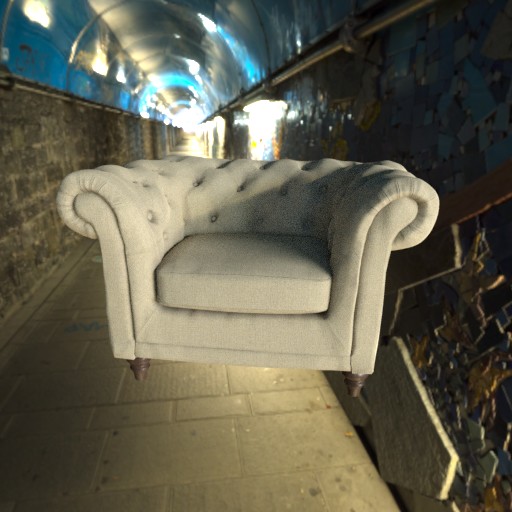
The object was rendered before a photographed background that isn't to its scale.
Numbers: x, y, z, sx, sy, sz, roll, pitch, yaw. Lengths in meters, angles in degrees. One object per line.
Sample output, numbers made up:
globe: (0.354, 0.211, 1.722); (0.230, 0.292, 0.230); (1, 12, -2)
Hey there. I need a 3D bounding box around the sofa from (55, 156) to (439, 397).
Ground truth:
sofa: (0.000, 0.000, 2.078); (1.405, 0.878, 1.034); (2, 16, 7)
